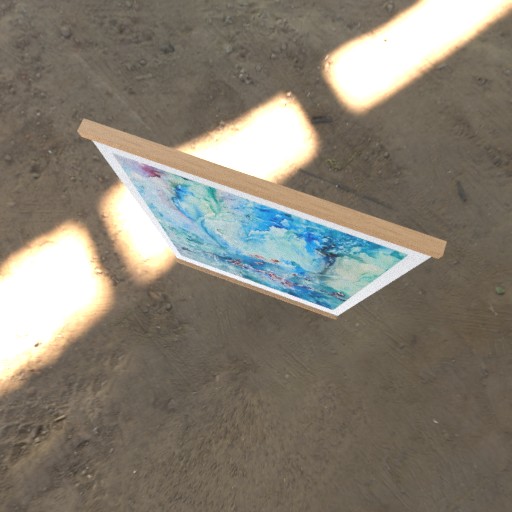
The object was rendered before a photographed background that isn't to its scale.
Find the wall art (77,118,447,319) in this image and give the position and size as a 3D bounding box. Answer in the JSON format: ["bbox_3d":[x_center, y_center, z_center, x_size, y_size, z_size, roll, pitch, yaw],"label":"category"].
[{"bbox_3d":[0.000,0.000,1.261,0.669,1.020,0.027,20,77,5],"label":"wall art"}]
